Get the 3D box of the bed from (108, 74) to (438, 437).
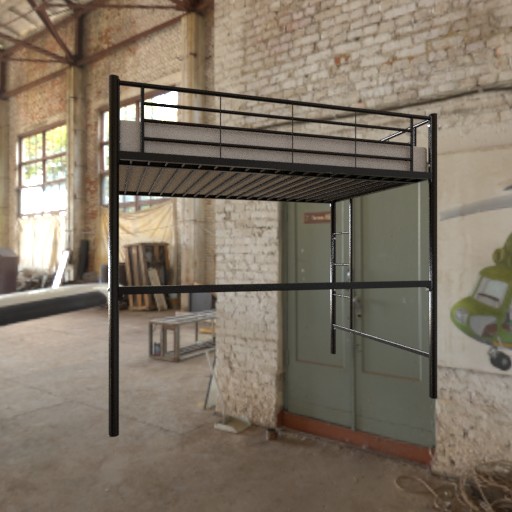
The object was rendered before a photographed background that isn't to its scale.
[{"bbox_3d":[0.000,0.000,3.165,1.994,1.803,1.397,0,0,-18],"label":"bed"}]
